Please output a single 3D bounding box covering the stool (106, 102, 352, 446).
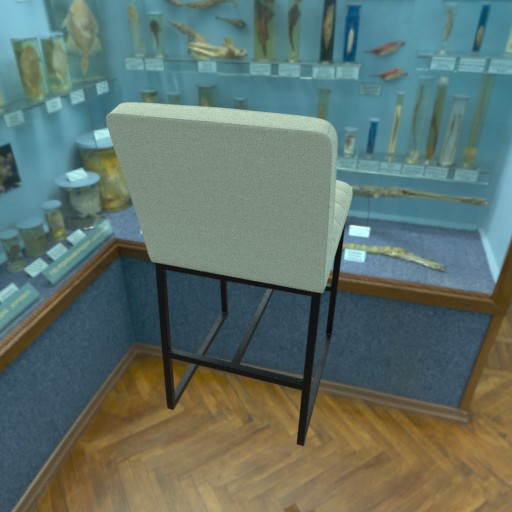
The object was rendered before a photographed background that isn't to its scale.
[{"bbox_3d":[0.000,0.000,1.273,0.460,0.940,0.560,10,33,15],"label":"stool"}]
